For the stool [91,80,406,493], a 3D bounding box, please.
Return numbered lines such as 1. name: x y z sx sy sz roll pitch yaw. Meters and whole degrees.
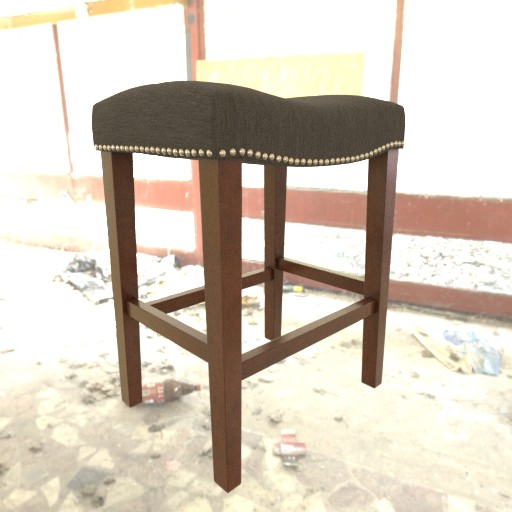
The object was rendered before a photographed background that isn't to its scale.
1. stool: 0.000 0.000 0.930 0.504 0.654 0.372 -15 21 -42
